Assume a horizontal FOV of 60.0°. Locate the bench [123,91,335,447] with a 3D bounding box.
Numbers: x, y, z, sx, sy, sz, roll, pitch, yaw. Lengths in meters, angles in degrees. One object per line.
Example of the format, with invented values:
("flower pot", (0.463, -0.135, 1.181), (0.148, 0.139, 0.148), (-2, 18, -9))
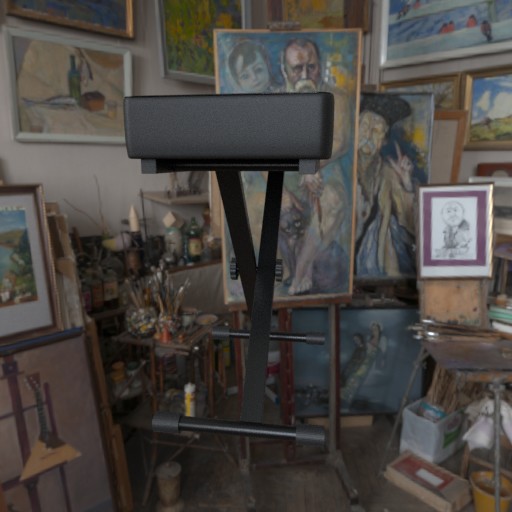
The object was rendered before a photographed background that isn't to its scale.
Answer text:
("bench", (0.000, 0.000, 0.928), (0.300, 0.561, 0.600), (2, 12, 8))
